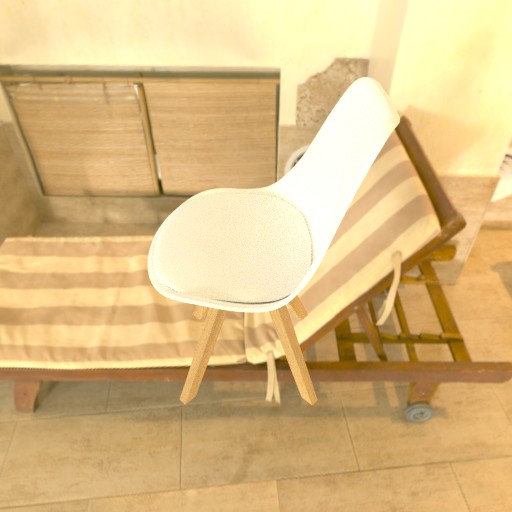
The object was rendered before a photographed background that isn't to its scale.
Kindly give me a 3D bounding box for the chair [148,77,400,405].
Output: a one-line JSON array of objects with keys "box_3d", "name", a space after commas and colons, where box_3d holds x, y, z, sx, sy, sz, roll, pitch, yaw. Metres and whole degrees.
[{"box_3d": [0.000, 0.000, 1.166, 0.550, 0.849, 0.485, 0, 41, 0], "name": "chair"}]
